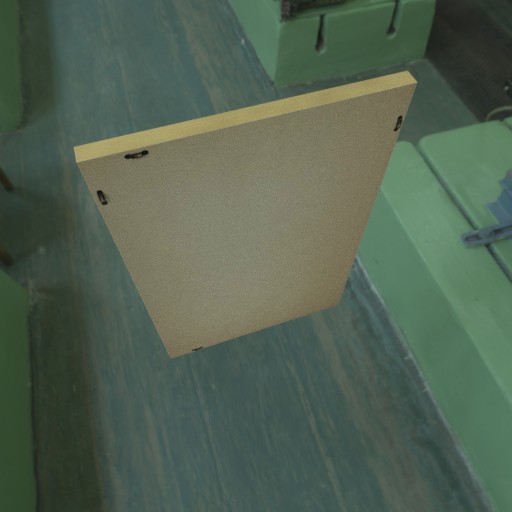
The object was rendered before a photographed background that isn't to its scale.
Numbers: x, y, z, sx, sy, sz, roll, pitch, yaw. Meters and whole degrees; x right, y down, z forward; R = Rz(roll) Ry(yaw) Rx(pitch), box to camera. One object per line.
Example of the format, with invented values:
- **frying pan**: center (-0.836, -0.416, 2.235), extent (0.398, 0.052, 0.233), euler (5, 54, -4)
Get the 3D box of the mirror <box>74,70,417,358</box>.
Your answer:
- **mirror**: center (0.000, 0.000, 1.145), extent (0.609, 0.915, 0.041), euler (-16, 59, -10)
